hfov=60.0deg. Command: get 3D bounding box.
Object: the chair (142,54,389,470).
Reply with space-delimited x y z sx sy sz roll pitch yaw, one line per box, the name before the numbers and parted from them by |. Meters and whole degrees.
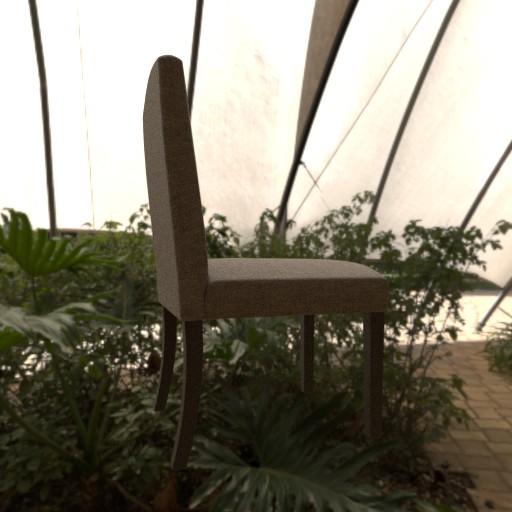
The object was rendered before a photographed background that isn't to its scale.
chair | 0.000 0.000 1.222 0.580 0.917 0.451 0 0 -19
